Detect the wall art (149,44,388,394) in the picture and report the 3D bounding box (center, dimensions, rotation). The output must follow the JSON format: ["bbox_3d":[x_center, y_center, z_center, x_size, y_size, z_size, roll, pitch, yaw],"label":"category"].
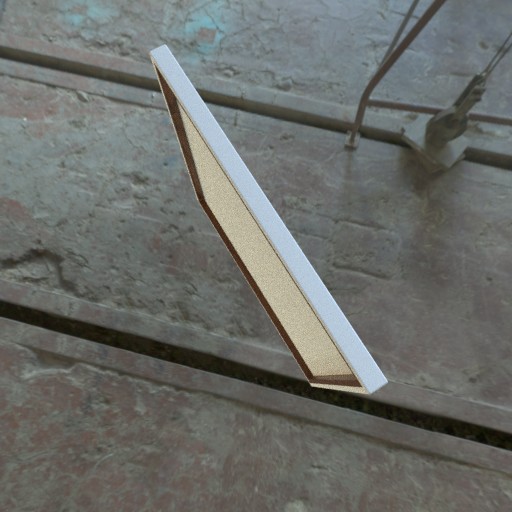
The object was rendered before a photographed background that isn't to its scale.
[{"bbox_3d":[0.000,0.000,1.156,0.037,0.757,0.757,-30,77,-8],"label":"wall art"}]
